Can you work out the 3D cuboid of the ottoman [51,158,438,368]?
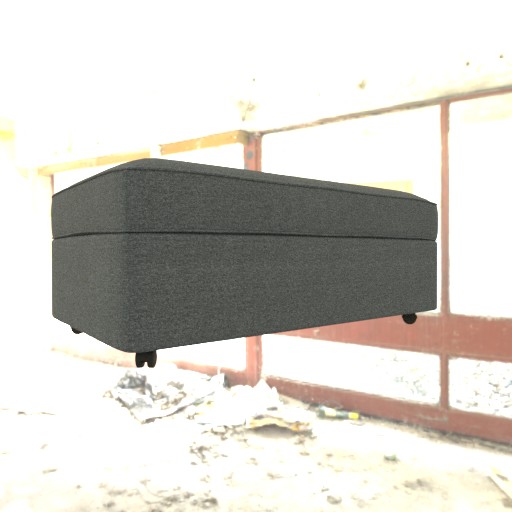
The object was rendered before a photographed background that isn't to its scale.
[{"bbox_3d":[0.000,0.000,1.512,1.173,0.494,0.681,0,1,-37],"label":"ottoman"}]
